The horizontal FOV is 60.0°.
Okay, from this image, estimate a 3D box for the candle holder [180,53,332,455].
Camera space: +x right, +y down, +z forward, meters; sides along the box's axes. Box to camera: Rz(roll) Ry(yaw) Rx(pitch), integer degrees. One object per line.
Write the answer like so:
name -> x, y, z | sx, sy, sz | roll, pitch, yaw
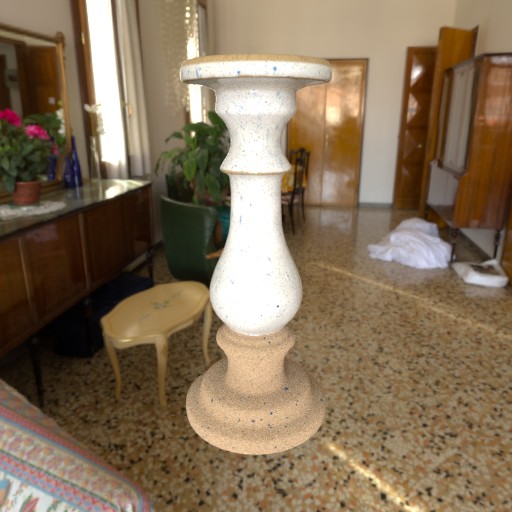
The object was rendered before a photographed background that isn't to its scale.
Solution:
candle holder -> 0.000, 0.000, 0.253 | 0.088, 0.203, 0.088 | 0, 18, 0
